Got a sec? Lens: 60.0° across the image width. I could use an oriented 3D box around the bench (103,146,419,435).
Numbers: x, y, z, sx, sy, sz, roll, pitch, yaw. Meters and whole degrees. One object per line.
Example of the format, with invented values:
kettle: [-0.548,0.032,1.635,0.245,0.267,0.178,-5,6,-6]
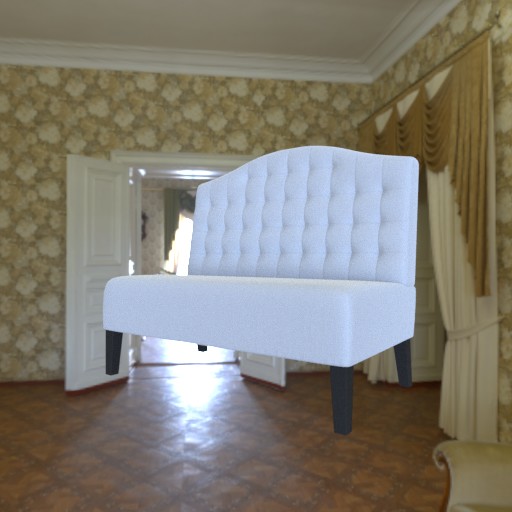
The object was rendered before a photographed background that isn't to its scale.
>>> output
bench: [0.000,0.000,2.144,1.335,1.180,0.815,0,0,36]
